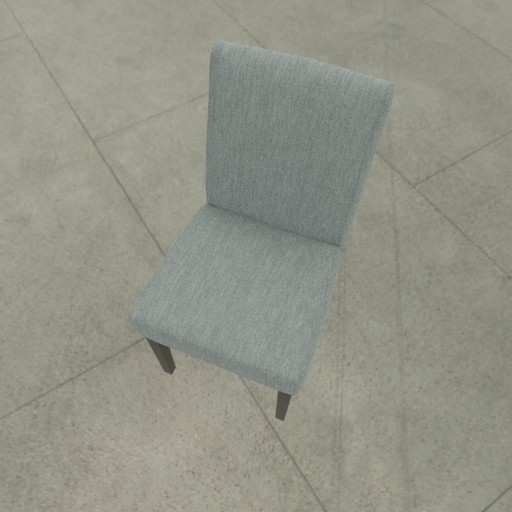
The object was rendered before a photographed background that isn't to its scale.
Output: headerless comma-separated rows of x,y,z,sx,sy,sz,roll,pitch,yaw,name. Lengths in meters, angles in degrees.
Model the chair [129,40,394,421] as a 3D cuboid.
0.000,0.000,1.257,0.487,0.884,0.629,19,60,11,chair
